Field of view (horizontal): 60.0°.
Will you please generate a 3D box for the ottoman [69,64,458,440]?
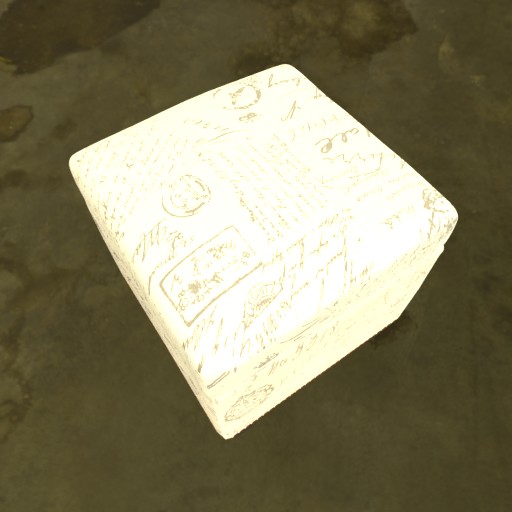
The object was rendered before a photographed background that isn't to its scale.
[{"bbox_3d":[0.000,0.000,0.842,0.449,0.457,0.450,-30,63,-18],"label":"ottoman"}]
